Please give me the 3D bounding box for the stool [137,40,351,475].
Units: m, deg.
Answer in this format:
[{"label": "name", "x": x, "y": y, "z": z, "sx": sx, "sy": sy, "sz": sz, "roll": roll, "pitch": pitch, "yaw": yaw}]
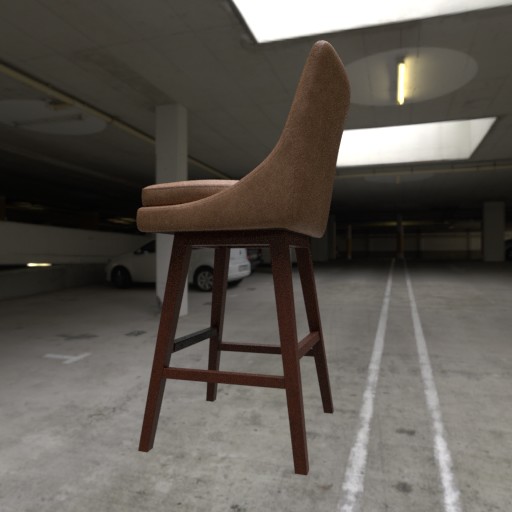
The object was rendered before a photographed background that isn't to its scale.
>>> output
[{"label": "stool", "x": 0.000, "y": 0.000, "z": 1.379, "sx": 0.572, "sy": 1.079, "sz": 0.487, "roll": 0, "pitch": -1, "yaw": 18}]
